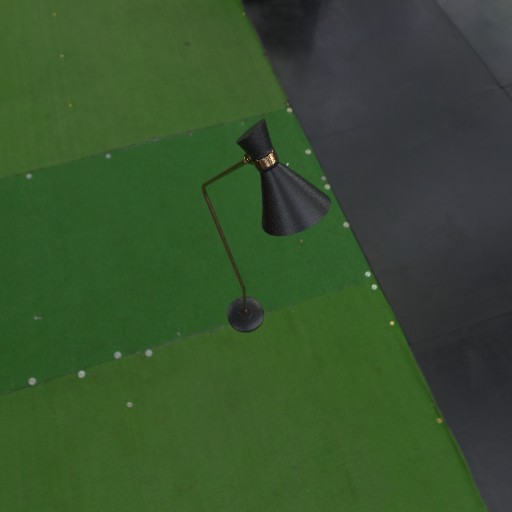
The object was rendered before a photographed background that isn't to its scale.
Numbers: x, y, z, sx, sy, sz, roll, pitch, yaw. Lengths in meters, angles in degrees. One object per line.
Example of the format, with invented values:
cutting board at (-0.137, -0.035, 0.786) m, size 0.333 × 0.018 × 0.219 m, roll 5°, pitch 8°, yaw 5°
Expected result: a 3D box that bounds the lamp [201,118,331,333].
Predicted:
lamp at (0.000, 0.000, 1.596) m, size 0.277 × 1.438 × 0.467 m, roll -14°, pitch 65°, yaw -7°
